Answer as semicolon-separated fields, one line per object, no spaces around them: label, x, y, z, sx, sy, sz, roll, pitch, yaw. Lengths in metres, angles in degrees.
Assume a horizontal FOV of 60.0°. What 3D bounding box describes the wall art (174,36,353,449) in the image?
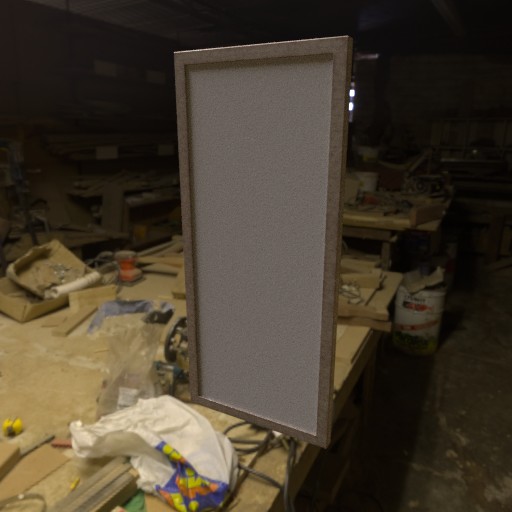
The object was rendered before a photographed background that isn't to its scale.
wall art;0.000;0.000;1.685;0.648;1.461;0.051;9;18;27
